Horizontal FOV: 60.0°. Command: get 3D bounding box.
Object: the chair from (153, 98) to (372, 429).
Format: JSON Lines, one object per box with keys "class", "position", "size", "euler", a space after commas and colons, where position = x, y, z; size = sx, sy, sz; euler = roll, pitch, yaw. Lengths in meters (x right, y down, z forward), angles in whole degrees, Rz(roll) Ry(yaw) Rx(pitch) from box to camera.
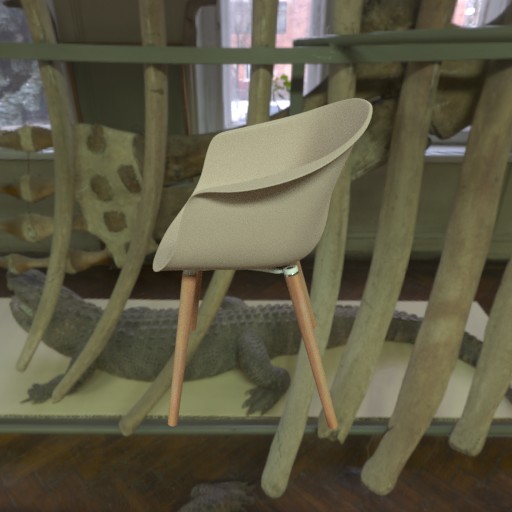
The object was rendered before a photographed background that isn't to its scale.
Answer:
{"class": "chair", "position": [0.000, 0.000, 1.172], "size": [0.504, 0.781, 0.593], "euler": [0, 27, 0]}
